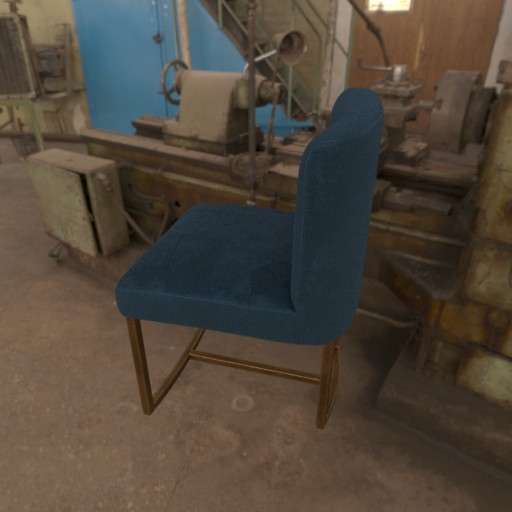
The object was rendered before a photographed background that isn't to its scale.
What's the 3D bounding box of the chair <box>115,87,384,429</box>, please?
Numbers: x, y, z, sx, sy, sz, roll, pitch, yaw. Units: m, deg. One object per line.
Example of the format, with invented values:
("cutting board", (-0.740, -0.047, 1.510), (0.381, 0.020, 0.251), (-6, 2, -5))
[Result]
("chair", (0.000, 0.000, 1.180), (0.560, 0.824, 0.530), (8, 31, 13))
